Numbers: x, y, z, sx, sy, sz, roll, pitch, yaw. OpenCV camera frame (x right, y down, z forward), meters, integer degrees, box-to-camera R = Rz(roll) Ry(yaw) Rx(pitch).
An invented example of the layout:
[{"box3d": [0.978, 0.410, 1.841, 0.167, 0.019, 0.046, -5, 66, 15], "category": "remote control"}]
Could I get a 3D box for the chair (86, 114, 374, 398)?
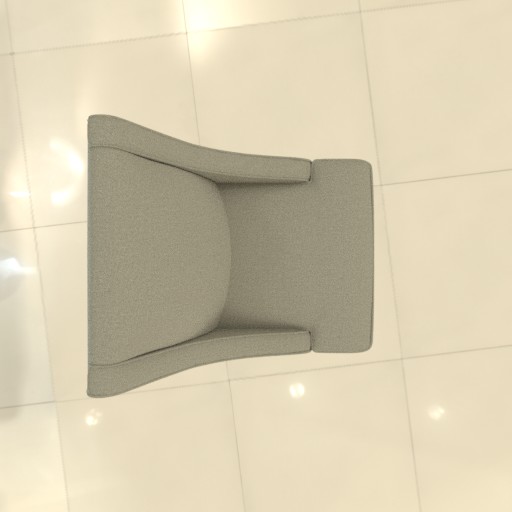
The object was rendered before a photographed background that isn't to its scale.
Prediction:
[{"box3d": [0.000, 0.000, 1.361, 0.737, 0.864, 0.610, 0, 90, 0], "category": "chair"}]
